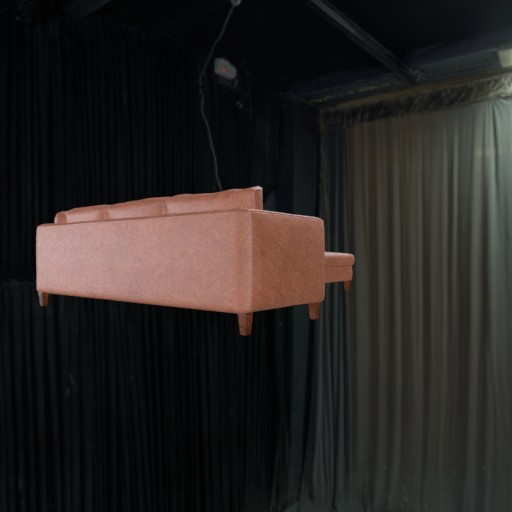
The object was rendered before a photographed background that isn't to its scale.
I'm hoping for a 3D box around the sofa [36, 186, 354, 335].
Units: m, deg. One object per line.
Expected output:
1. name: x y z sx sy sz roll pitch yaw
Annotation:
1. sofa: 0.000 0.000 4.701 2.593 0.923 3.460 0 0 38
